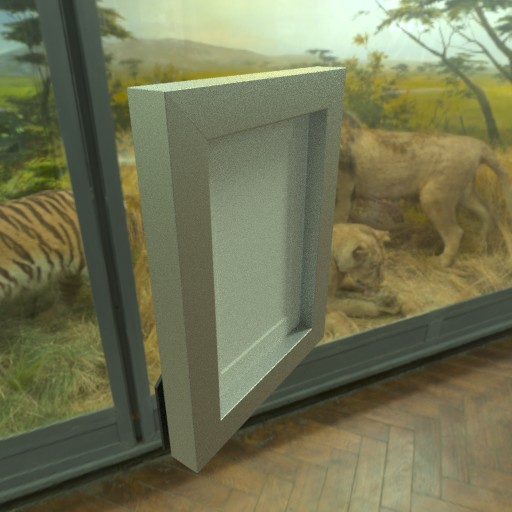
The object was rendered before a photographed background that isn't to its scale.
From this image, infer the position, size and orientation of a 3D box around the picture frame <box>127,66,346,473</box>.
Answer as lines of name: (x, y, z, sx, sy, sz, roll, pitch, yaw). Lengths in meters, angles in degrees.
picture frame: (0.000, 0.000, 0.274, 0.028, 0.208, 0.157, 17, 31, 31)
